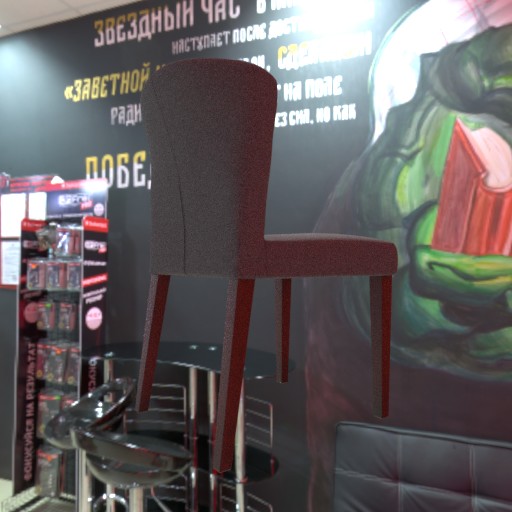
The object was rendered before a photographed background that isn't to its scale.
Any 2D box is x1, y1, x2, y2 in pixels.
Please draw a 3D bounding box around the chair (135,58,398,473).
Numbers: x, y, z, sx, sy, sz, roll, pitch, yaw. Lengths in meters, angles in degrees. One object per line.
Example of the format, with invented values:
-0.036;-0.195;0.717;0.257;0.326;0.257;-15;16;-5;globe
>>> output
0.000;0.000;1.176;0.592;0.839;0.491;0;-1;-36;chair
